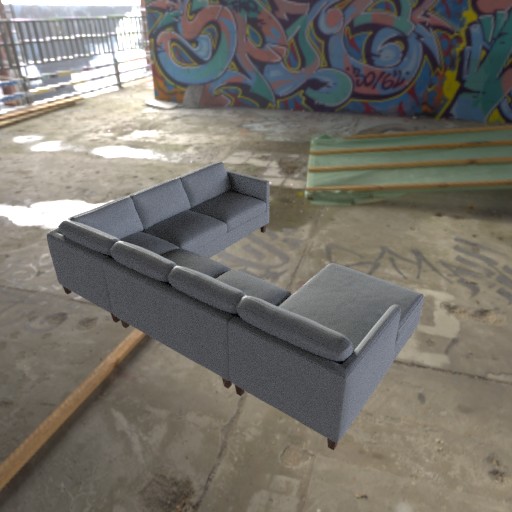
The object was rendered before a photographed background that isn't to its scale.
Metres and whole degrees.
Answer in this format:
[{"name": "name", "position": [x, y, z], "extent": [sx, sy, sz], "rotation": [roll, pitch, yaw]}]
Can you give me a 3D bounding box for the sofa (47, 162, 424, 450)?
[{"name": "sofa", "position": [0.000, 0.000, 4.441], "extent": [3.238, 0.853, 2.551], "rotation": [20, 35, 31]}]
